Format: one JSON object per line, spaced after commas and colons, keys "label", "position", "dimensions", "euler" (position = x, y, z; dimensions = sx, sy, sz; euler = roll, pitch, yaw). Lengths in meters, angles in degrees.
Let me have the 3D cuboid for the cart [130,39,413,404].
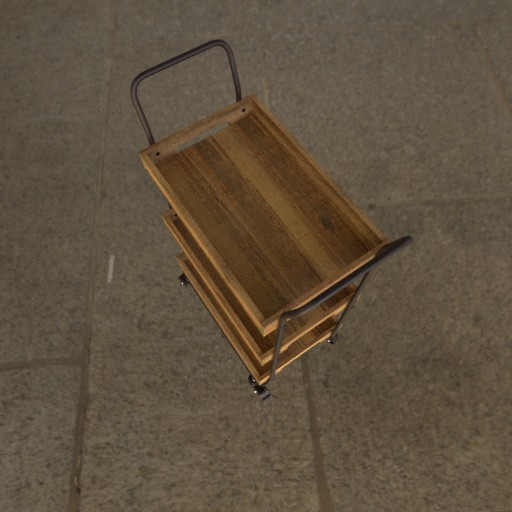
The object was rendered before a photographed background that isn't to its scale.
{"label": "cart", "position": [0.000, 0.000, 1.173], "dimensions": [0.339, 0.857, 0.583], "euler": [-31, 68, -14]}
